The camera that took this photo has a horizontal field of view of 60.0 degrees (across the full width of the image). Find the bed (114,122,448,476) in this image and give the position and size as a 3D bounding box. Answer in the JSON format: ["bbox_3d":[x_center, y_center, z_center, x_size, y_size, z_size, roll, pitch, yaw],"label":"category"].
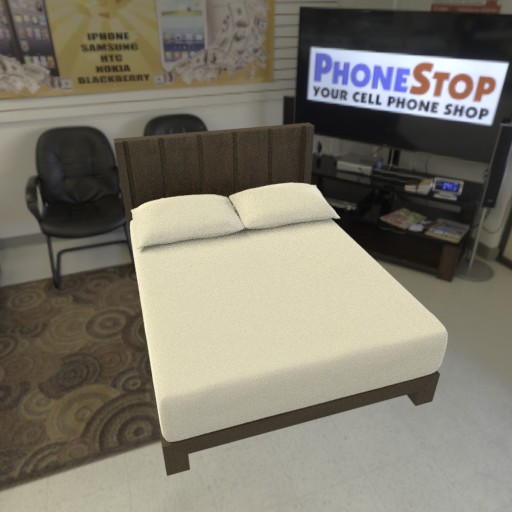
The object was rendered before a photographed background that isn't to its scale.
[{"bbox_3d":[0.000,0.000,3.242,1.727,1.270,2.242,-9,32,-15],"label":"bed"}]
